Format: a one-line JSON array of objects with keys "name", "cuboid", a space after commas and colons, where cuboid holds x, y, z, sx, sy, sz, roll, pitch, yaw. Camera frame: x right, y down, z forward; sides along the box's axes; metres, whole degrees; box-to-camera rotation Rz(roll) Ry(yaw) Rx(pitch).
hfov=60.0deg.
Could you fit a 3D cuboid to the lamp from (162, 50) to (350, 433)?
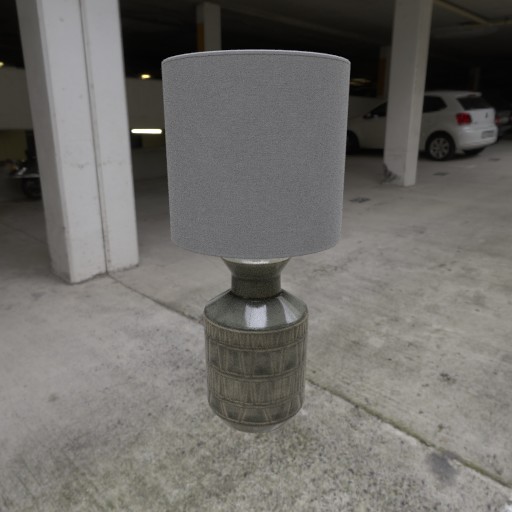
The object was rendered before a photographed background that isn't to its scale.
[{"name": "lamp", "cuboid": [0.000, 0.000, 0.570, 0.211, 0.455, 0.211, -15, 22, -42]}]
